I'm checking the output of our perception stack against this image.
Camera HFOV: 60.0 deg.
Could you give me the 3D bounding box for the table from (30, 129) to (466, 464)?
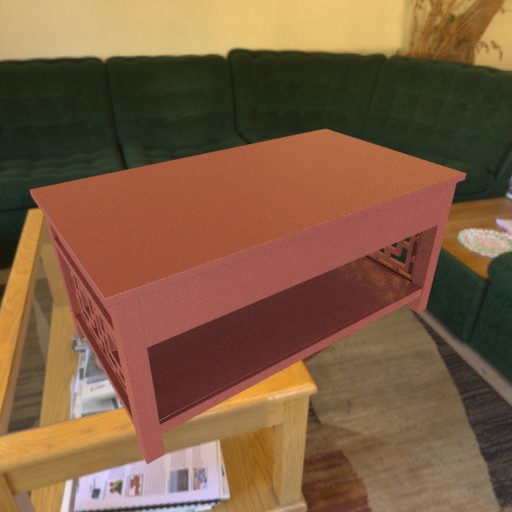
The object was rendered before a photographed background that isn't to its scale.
[{"bbox_3d":[0.000,0.000,1.369,1.068,0.493,0.612,-20,36,-30],"label":"table"}]
